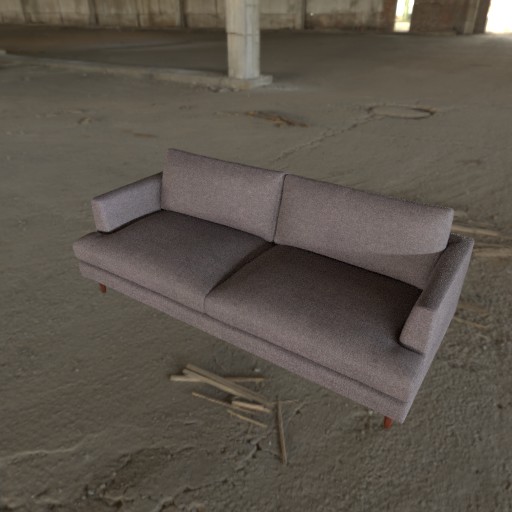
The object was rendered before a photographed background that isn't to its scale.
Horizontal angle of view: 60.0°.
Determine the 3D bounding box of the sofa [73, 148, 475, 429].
[{"bbox_3d":[0.000,0.000,2.720,2.250,0.868,1.020,18,34,29],"label":"sofa"}]
